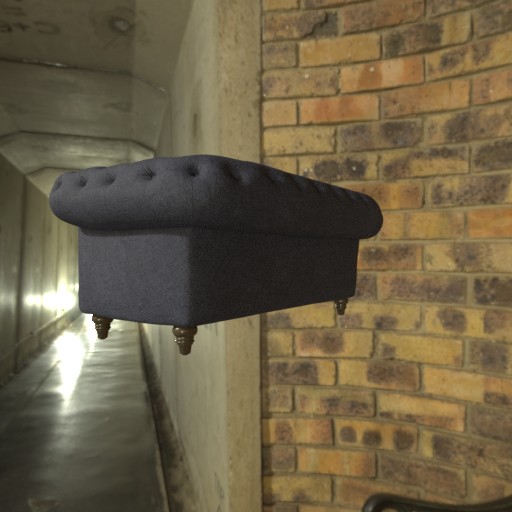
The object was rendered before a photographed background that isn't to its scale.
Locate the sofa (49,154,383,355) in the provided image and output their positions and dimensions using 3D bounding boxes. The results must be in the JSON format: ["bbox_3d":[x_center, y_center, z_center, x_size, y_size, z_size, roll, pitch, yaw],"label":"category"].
[{"bbox_3d":[0.000,0.000,2.588,1.082,0.833,1.988,0,0,36],"label":"sofa"}]
